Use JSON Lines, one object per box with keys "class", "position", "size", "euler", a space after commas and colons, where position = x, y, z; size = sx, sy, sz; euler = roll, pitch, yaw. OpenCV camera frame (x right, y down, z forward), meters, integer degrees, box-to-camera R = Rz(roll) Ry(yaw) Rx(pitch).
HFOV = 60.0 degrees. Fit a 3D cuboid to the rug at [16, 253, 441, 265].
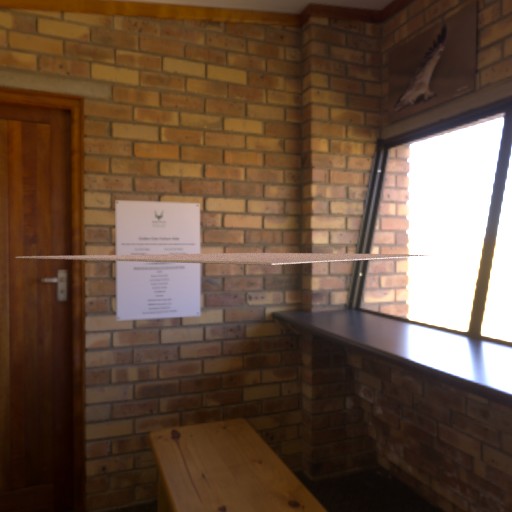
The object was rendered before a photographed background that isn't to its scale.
{"class": "rug", "position": [0.000, 0.000, 3.875], "size": [2.363, 0.012, 2.980], "euler": [1, 1, 36]}
